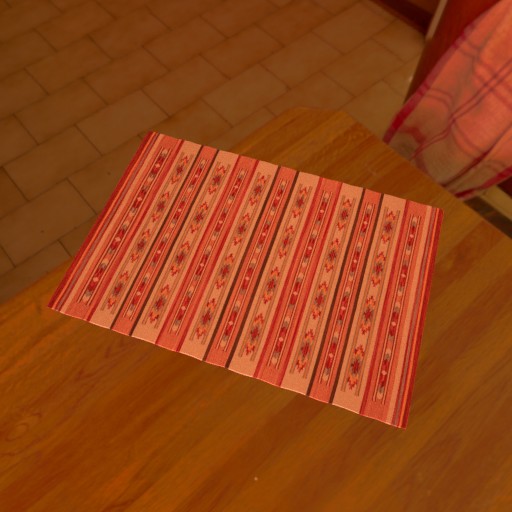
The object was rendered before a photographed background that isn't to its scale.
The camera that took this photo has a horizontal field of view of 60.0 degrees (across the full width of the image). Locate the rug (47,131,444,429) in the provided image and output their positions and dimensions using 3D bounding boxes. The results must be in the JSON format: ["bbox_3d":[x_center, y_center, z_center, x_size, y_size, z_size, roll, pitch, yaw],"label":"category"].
[{"bbox_3d":[0.000,0.000,2.359,1.817,0.008,1.223,17,65,8],"label":"rug"}]
